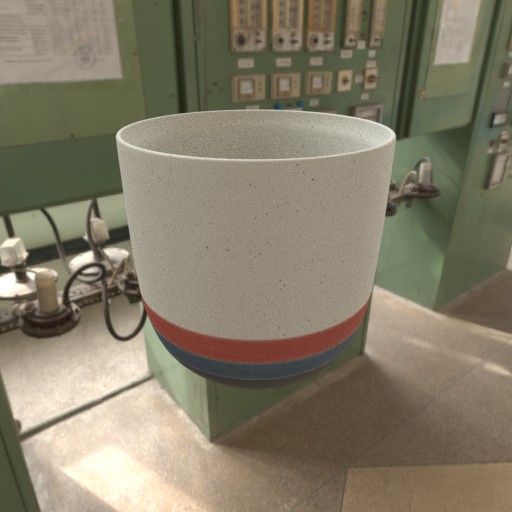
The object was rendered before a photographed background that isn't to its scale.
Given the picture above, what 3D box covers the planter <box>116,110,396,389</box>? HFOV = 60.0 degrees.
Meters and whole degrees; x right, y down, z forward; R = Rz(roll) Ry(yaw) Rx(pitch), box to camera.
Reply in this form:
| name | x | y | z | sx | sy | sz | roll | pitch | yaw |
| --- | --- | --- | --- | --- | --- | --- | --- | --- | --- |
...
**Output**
| name | x | y | z | sx | sy | sz | roll | pitch | yaw |
| --- | --- | --- | --- | --- | --- | --- | --- | --- | --- |
| planter | 0.000 | 0.000 | 0.380 | 0.204 | 0.214 | 0.204 | 0 | 26 | 0 |
